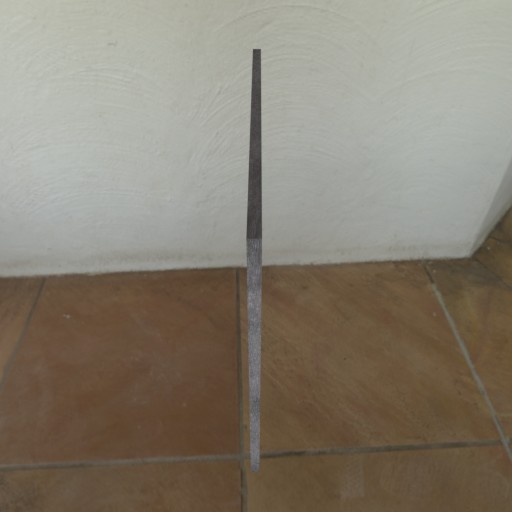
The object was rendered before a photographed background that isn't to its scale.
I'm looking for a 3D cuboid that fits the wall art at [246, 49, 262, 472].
[{"bbox_3d":[0.000,0.000,0.677,0.013,0.457,0.457,0,43,0],"label":"wall art"}]
